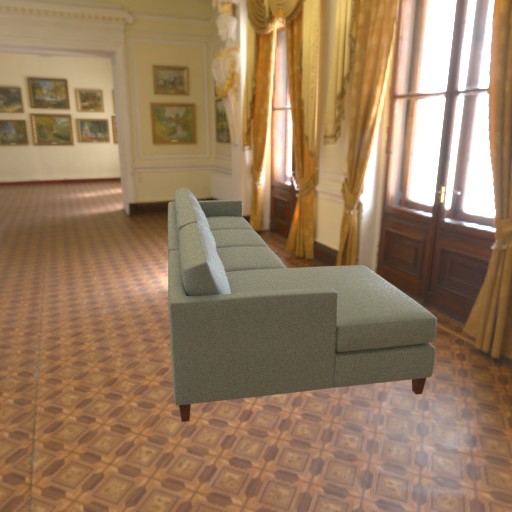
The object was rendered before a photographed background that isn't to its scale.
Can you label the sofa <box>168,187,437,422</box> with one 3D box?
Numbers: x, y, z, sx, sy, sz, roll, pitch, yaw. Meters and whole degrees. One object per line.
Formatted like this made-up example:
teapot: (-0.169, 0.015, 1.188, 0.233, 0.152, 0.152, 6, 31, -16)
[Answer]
sofa: (0.000, 0.000, 4.132, 1.600, 0.953, 3.470, -3, 16, -10)
